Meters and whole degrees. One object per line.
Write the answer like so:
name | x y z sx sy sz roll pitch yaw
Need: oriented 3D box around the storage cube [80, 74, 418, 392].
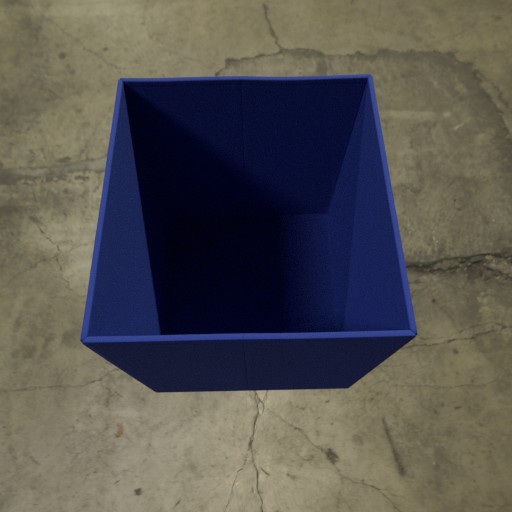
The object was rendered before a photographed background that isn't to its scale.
storage cube | 0.000 0.000 0.510 0.270 0.280 0.270 -1 65 0
